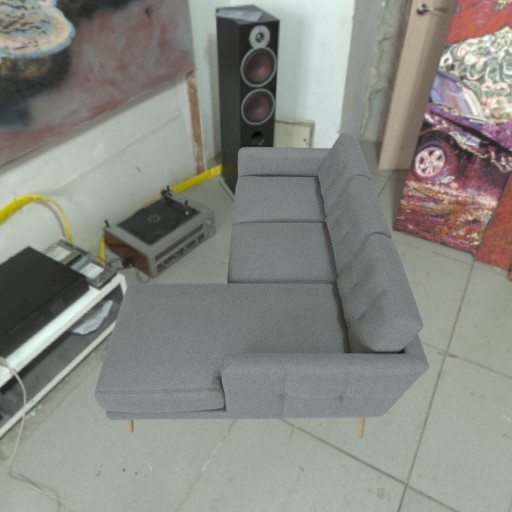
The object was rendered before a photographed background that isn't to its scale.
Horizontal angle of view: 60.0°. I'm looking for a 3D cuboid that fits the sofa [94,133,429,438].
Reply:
[{"bbox_3d":[0.000,0.000,2.820,1.530,0.860,2.040,0,42,0],"label":"sofa"}]
